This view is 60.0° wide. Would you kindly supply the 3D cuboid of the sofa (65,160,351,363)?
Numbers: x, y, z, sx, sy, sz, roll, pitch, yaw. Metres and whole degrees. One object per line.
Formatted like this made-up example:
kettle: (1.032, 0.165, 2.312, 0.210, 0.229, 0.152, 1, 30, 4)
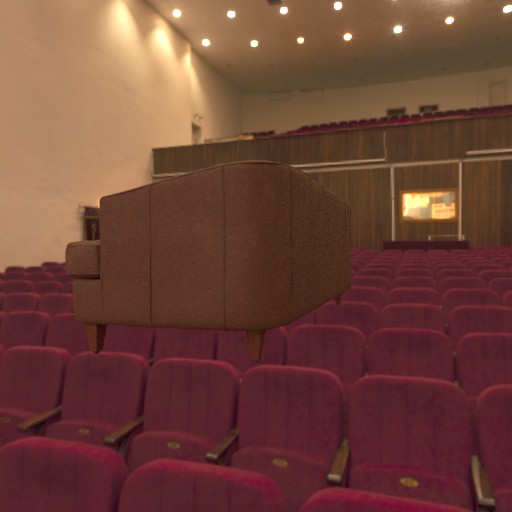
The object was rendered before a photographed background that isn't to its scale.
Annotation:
sofa: (0.000, 0.000, 2.697, 0.927, 0.787, 2.227, 0, 1, 20)
